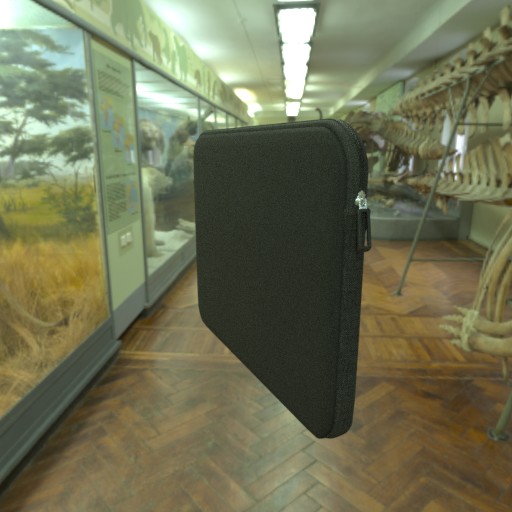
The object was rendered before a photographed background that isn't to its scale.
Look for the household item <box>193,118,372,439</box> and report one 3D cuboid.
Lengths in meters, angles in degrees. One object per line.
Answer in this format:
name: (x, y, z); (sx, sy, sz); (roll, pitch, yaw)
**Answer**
household item: (0.000, 0.000, 0.540); (0.030, 0.305, 0.396); (-7, 15, -25)
